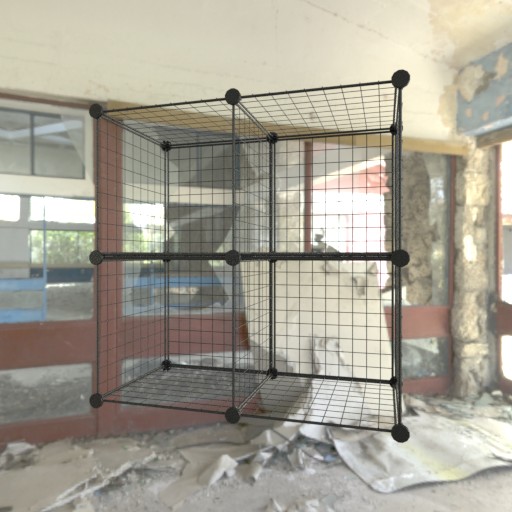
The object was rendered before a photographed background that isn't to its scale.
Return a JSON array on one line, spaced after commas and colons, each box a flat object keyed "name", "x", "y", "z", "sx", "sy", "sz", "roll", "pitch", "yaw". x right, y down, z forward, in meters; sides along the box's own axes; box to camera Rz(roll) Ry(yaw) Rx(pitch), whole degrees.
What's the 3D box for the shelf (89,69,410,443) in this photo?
[{"name": "shelf", "x": 0.000, "y": 0.000, "z": 1.110, "sx": 0.711, "sy": 0.711, "sz": 0.356, "roll": 0, "pitch": 0, "yaw": 16}]
